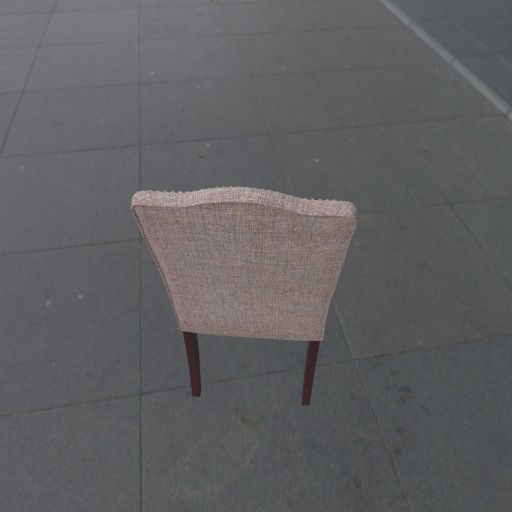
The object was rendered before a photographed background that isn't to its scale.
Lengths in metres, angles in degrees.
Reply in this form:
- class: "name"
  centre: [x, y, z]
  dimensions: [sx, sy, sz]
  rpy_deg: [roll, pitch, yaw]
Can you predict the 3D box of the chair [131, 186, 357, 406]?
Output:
- class: "chair"
  centre: [0.000, 0.000, 1.394]
  dimensions: [0.513, 1.016, 0.660]
  rpy_deg: [3, 47, 3]
